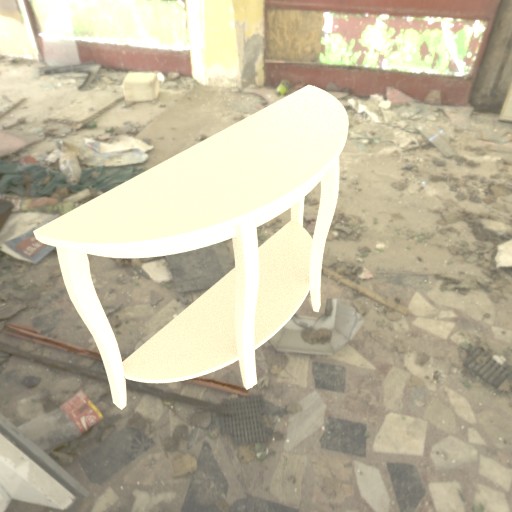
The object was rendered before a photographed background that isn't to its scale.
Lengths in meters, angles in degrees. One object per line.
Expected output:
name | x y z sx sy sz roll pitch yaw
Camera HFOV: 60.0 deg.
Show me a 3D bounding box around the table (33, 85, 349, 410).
table | 0.000 0.000 1.575 0.394 0.780 1.219 26 47 27
